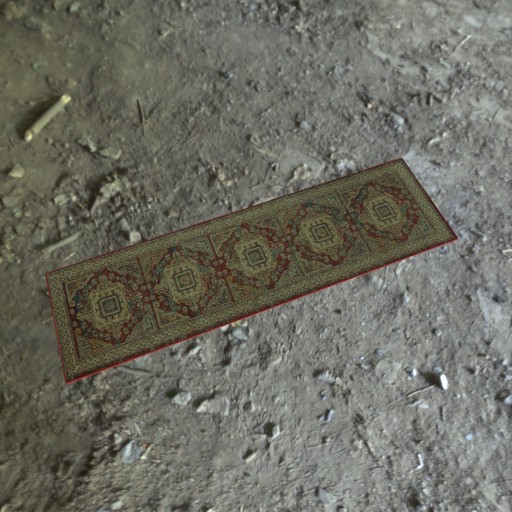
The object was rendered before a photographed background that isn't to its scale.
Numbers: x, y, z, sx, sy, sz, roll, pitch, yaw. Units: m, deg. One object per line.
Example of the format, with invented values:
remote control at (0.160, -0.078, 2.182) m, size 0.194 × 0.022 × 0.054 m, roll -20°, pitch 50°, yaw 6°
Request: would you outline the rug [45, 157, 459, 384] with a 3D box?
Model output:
rug at (0.000, 0.000, 2.545) m, size 2.292 × 0.015 × 0.659 m, roll -19°, pitch 64°, yaw -10°
